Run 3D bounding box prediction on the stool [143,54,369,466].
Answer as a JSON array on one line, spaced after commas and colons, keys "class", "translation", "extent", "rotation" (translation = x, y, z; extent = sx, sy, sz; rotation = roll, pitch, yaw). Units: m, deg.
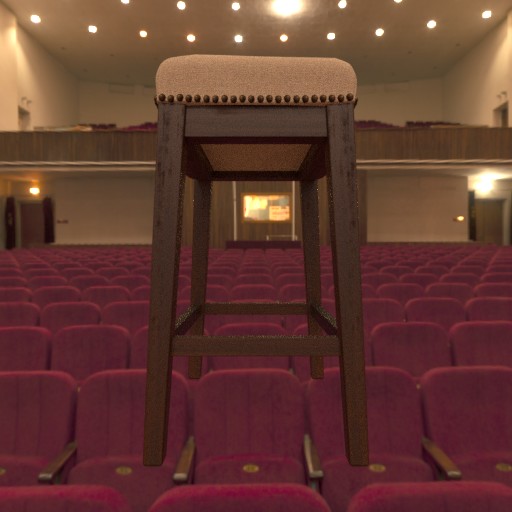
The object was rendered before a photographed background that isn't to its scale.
[{"class": "stool", "translation": [0.000, 0.000, 0.957], "extent": [0.363, 0.669, 0.509], "rotation": [0, 1, 0]}]
